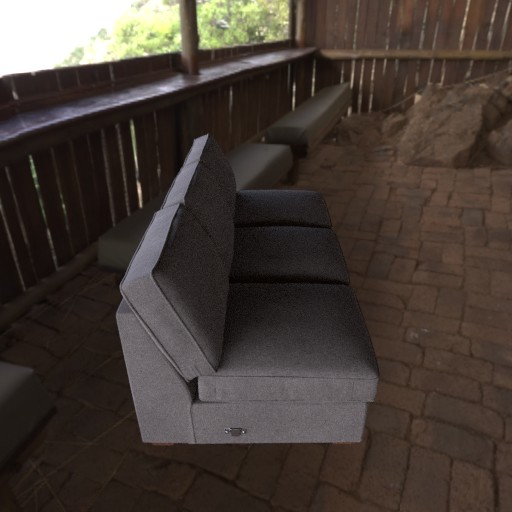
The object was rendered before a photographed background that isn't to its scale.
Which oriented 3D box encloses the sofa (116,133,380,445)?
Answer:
[{"bbox_3d":[0.000,0.000,2.571,1.027,0.973,1.962,0,30,0],"label":"sofa"}]
